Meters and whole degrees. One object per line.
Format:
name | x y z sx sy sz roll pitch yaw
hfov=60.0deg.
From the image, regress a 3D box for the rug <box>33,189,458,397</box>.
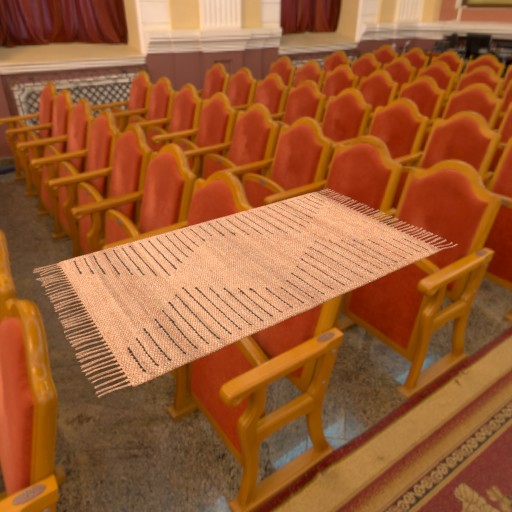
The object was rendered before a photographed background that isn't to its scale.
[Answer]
rug | 0.000 0.000 2.001 1.718 0.017 0.905 -19 34 -30
